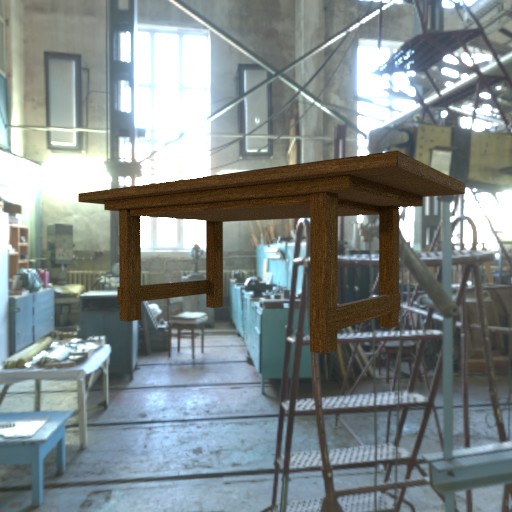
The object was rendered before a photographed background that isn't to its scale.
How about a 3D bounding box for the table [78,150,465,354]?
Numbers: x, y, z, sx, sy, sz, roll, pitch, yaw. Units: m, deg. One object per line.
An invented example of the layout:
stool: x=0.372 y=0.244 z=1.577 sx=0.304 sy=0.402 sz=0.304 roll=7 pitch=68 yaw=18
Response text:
table: x=0.000 y=0.000 z=2.518 sx=1.982 sy=0.762 sz=1.000 roll=1 pitch=1 yaw=37
